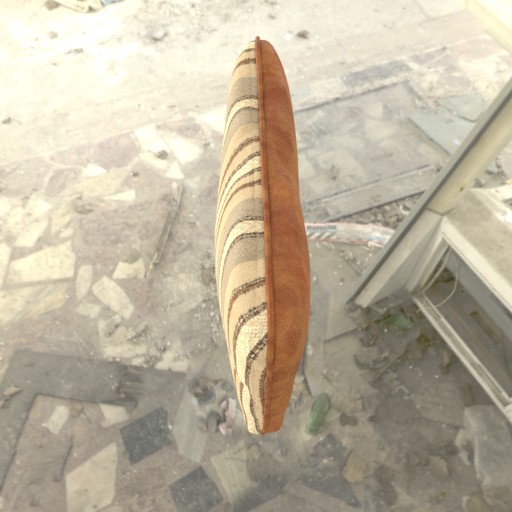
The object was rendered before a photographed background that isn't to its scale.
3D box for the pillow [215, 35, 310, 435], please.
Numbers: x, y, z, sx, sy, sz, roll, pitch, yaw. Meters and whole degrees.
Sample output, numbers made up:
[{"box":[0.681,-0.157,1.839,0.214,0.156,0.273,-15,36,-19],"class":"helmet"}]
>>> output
[{"box":[0.000,0.000,0.724,0.130,0.490,0.489,-1,58,-1],"class":"pillow"}]
